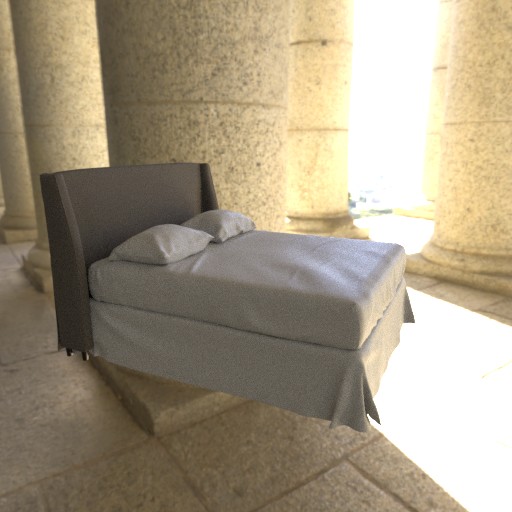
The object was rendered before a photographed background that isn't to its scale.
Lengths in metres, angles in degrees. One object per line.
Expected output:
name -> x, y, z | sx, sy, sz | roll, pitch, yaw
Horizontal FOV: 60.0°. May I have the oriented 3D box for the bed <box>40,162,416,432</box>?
bed -> 0.000, 0.000, 3.410 | 2.276, 1.332, 1.925 | 7, 16, 25
